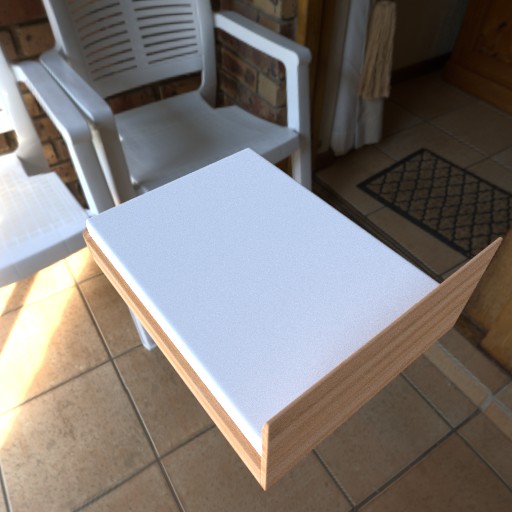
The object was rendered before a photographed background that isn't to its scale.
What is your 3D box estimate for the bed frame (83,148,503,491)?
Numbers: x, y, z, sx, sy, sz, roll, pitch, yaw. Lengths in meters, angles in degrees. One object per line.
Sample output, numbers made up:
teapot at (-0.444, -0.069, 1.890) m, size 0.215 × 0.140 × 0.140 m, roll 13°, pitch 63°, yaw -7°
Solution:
bed frame at (0.000, 0.000, 2.702) m, size 1.472 × 0.940 × 1.992 m, roll -30°, pitch 54°, yaw -25°
